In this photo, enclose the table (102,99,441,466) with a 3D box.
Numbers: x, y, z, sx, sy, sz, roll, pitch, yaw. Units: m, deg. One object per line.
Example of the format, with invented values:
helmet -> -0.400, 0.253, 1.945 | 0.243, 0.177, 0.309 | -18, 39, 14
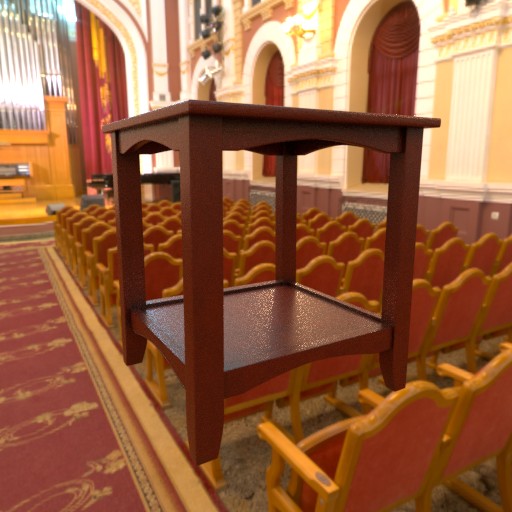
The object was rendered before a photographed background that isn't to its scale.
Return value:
table -> 0.000, 0.000, 0.963 | 0.523, 0.558, 0.522 | -6, 14, -28
